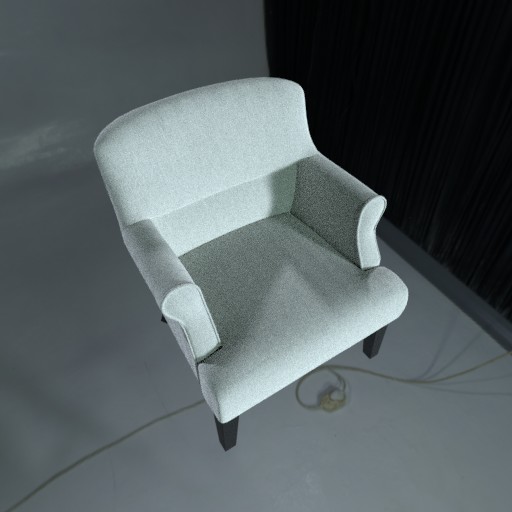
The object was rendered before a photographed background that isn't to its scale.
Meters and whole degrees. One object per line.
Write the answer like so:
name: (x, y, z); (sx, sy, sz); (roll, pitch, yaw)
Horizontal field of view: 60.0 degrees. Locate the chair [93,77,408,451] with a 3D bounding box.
chair: (0.000, 0.000, 1.474); (0.781, 0.875, 0.750); (-25, 50, -23)
